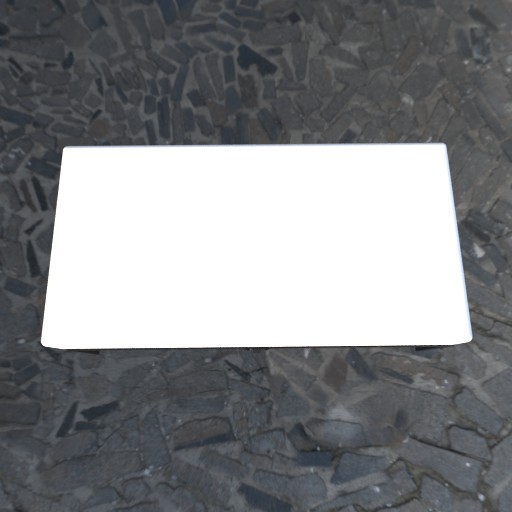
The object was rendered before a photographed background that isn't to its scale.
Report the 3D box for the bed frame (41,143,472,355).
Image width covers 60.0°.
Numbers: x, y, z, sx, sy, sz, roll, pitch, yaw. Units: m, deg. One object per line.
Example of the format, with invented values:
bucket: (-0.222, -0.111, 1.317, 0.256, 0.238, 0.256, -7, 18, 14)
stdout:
bed frame: (0.000, 0.000, 2.429, 1.950, 0.659, 1.023, -1, 75, 0)
